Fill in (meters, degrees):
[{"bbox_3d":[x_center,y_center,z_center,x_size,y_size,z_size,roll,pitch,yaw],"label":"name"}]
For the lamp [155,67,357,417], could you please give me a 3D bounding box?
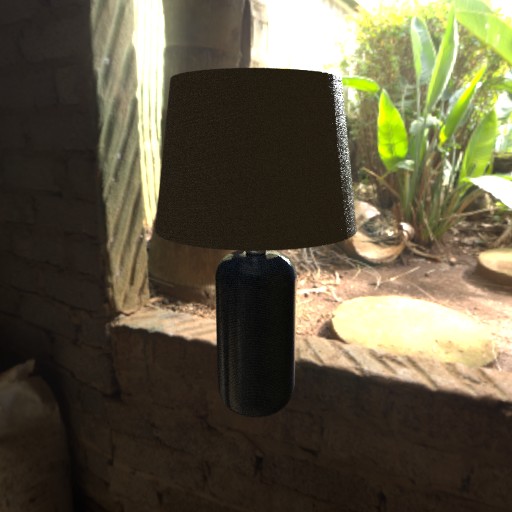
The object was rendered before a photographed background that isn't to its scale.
[{"bbox_3d":[0.000,0.000,0.578,0.253,0.428,0.253,0,15,0],"label":"lamp"}]
